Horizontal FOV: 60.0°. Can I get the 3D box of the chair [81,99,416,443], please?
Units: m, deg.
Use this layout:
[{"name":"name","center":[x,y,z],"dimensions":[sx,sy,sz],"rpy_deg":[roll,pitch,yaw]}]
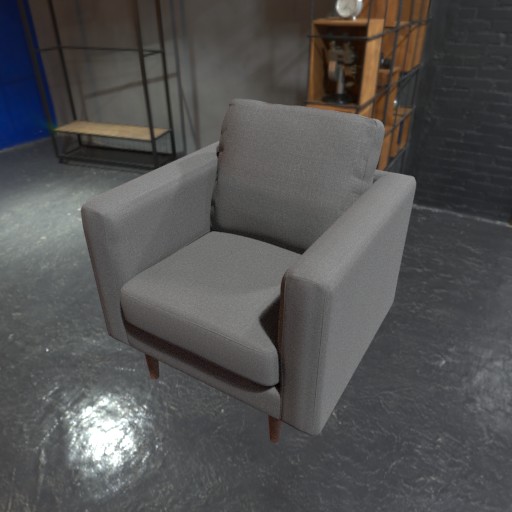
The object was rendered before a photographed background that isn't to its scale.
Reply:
[{"name":"chair","center":[0.000,0.000,1.564],"dimensions":[0.854,0.927,0.800],"rpy_deg":[18,36,26]}]
